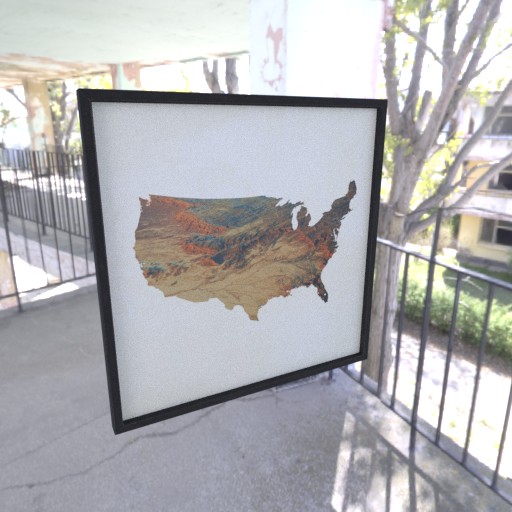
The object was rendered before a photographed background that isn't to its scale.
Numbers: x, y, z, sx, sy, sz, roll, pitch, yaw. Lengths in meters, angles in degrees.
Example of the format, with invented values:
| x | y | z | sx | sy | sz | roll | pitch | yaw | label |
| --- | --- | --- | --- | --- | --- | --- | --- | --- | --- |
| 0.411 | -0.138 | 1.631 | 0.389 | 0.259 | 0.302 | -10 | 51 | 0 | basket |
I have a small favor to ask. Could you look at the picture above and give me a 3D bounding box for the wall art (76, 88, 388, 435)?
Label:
| x | y | z | sx | sy | sz | roll | pitch | yaw | label |
| --- | --- | --- | --- | --- | --- | --- | --- | --- | --- |
| 0.000 | 0.000 | 0.444 | 0.304 | 0.303 | 0.015 | -8 | 18 | -26 | wall art |
